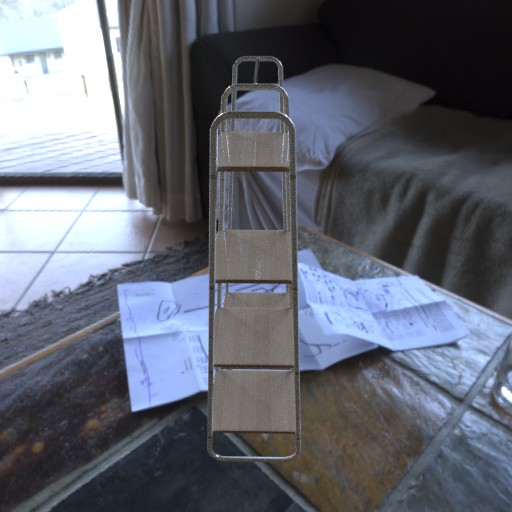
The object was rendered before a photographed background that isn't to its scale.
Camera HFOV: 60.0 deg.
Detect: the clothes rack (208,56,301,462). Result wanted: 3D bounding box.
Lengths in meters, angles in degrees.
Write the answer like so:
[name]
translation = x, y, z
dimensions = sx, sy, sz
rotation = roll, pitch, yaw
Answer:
[clothes rack]
translation = 0.000, 0.000, 1.969
dimensions = 0.400, 1.500, 1.011
rotation = 1, 32, 1
